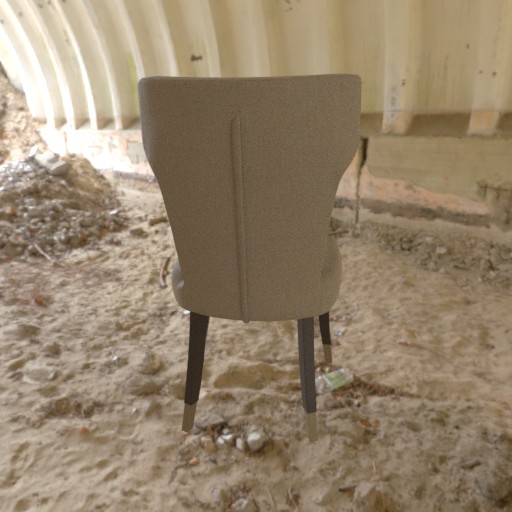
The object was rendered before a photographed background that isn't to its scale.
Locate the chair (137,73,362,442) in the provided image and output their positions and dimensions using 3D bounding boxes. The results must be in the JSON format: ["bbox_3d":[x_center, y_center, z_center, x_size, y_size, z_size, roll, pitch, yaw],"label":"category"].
[{"bbox_3d":[0.000,0.000,1.309,0.526,0.955,0.630,2,16,6],"label":"chair"}]
